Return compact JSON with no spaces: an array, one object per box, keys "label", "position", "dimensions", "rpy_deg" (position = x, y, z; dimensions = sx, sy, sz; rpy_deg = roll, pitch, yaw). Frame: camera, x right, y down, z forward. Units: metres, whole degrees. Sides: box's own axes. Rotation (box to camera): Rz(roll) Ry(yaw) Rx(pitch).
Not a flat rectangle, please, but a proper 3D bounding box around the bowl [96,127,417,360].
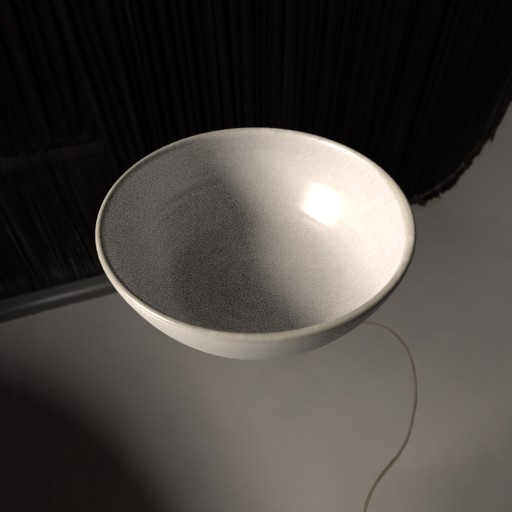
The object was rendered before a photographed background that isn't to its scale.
[{"label":"bowl","position":[0.000,0.000,0.423],"dimensions":[0.268,0.121,0.268],"rpy_deg":[0,46,0]}]
